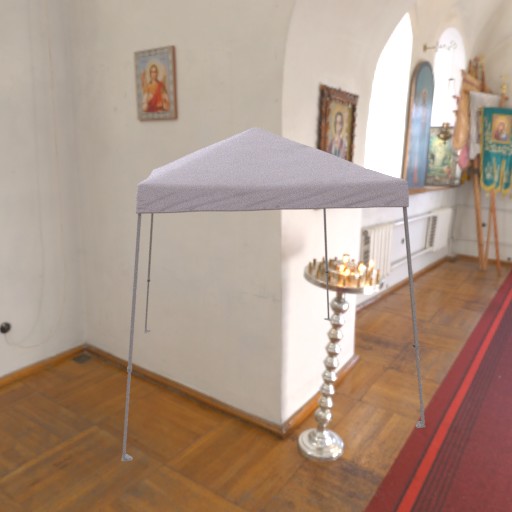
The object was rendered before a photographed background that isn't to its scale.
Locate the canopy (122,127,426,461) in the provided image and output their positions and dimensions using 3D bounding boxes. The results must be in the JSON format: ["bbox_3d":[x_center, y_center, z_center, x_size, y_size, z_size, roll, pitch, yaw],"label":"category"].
[{"bbox_3d":[0.000,0.000,5.089,2.850,2.850,2.849,-2,14,-10],"label":"canopy"}]
